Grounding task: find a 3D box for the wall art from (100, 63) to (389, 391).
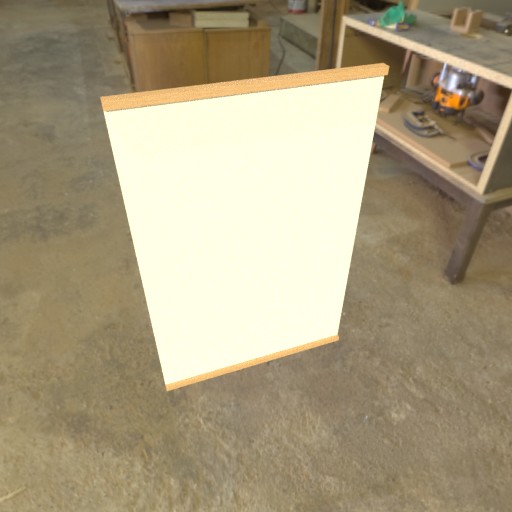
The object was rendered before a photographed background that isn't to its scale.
[{"bbox_3d":[0.000,0.000,1.946,0.991,1.510,0.040,-13,42,-15],"label":"wall art"}]
